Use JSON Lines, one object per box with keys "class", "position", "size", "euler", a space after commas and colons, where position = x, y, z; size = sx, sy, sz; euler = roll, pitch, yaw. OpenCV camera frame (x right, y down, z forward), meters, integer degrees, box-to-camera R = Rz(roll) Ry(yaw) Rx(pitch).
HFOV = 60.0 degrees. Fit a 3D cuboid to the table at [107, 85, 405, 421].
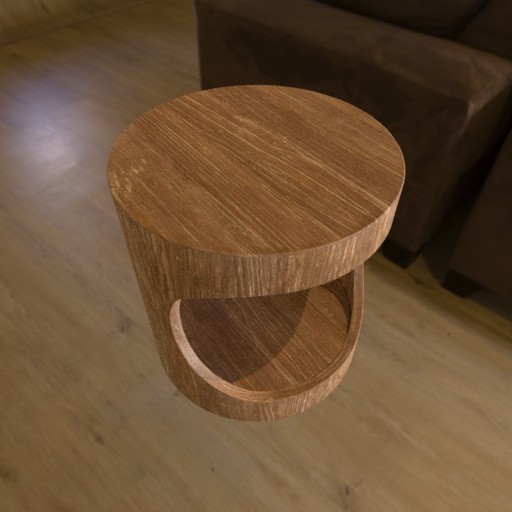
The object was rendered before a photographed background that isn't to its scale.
{"class": "table", "position": [0.000, 0.000, 1.001], "size": [0.527, 0.551, 0.527], "euler": [0, 46, 0]}
